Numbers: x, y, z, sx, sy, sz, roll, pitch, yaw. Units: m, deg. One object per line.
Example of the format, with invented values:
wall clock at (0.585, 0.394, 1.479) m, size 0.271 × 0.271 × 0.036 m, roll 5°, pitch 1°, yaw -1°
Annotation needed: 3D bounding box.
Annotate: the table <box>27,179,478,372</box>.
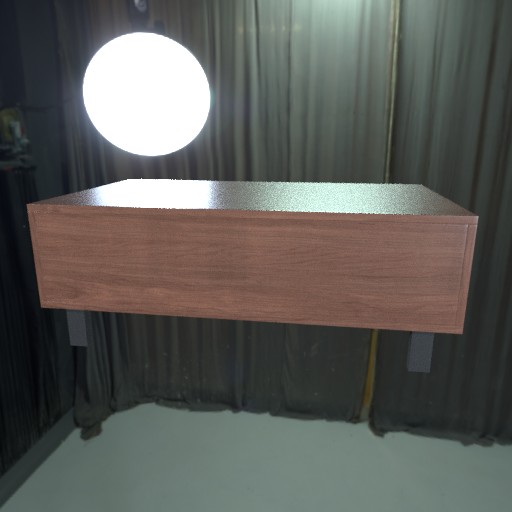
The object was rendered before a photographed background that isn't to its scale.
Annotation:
table at (0.000, 0.000, 1.324) m, size 1.020 × 0.380 × 0.600 m, roll 2°, pitch 16°, yaw 8°
